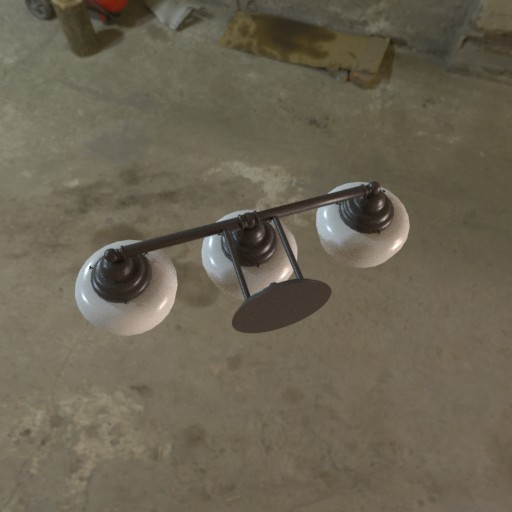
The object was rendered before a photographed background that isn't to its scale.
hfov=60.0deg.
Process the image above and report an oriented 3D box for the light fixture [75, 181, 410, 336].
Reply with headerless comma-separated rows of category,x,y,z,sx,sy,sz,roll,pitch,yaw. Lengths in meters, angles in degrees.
light fixture,0.000,0.000,0.706,0.587,0.242,0.239,-15,61,-9
